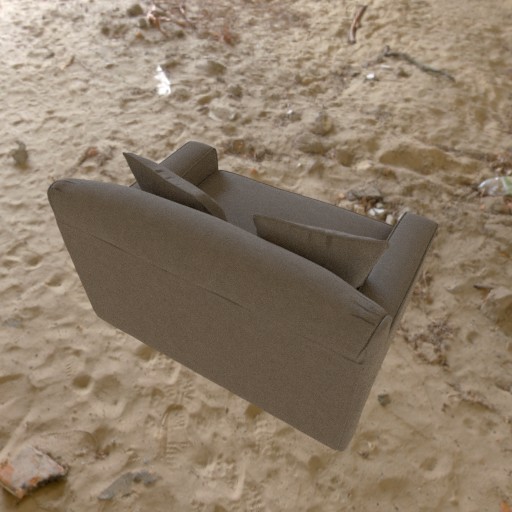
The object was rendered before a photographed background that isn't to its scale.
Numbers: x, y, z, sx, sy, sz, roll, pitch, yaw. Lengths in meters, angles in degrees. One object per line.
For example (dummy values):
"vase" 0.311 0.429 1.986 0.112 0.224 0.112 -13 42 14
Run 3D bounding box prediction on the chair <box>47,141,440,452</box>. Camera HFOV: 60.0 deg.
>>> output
"chair" 0.000 0.000 2.054 1.395 0.953 0.992 23 50 21
